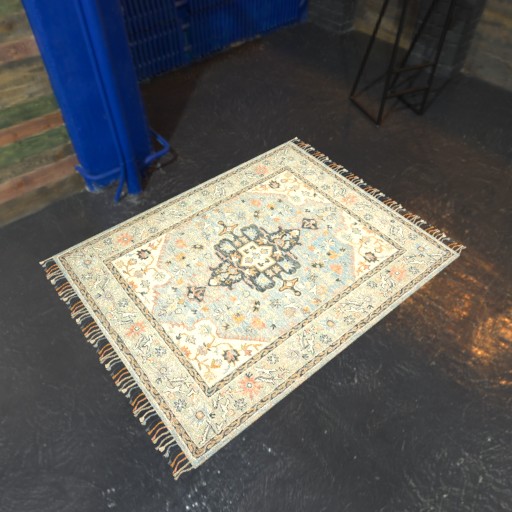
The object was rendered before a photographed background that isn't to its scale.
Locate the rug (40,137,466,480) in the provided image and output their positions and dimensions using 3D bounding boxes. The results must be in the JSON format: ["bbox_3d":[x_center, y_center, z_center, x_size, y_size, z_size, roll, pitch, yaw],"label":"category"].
[{"bbox_3d":[0.000,0.000,2.210,1.730,0.009,1.278,-31,56,-25],"label":"rug"}]
